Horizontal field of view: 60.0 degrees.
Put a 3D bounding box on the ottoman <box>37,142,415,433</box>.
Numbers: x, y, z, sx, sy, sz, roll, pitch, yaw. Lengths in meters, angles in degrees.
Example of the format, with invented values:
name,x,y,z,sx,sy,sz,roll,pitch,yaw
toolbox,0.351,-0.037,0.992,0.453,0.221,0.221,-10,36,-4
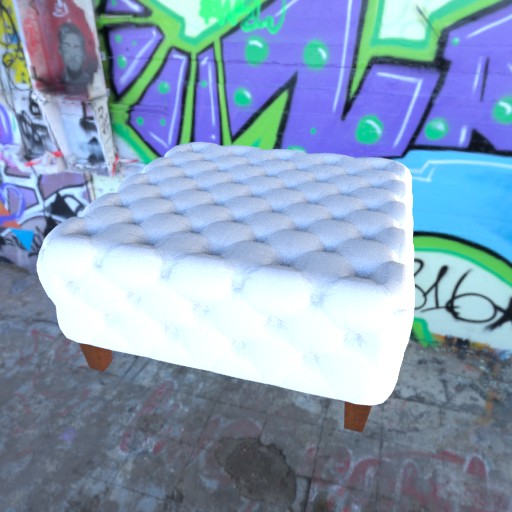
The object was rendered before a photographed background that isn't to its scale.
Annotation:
name,x,y,z,sx,sy,sz,roll,pitch,yaw
ottoman,0.000,0.000,1.177,0.753,0.376,0.755,9,32,14
